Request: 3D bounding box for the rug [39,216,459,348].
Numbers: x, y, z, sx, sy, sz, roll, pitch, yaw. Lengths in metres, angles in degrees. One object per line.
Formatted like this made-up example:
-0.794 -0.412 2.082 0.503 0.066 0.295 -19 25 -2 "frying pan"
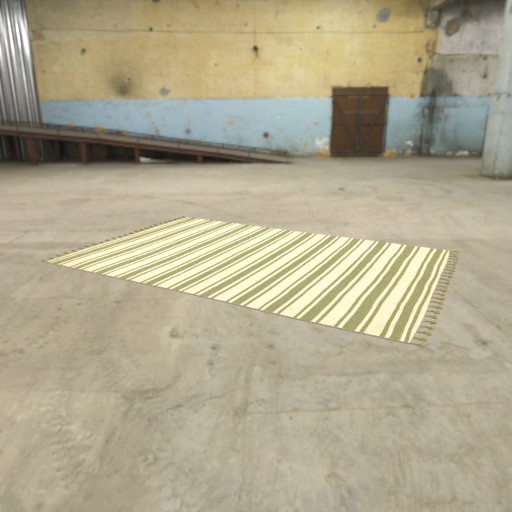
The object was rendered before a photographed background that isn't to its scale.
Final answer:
0.000 0.000 3.004 2.435 0.018 1.540 9 20 27 "rug"
